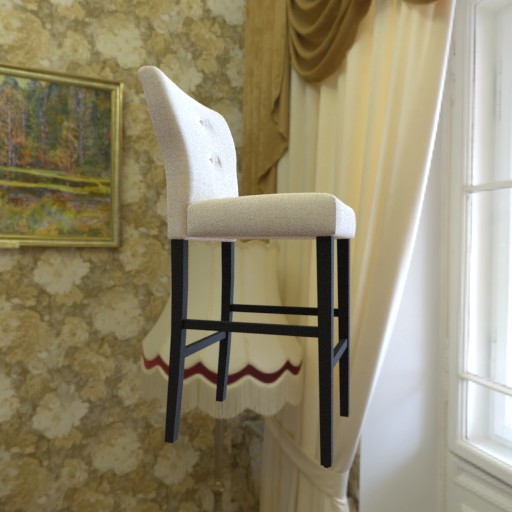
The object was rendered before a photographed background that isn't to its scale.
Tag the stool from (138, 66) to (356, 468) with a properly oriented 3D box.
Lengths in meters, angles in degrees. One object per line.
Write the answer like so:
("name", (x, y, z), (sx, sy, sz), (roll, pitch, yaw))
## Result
("stool", (0.000, 0.000, 1.451), (0.603, 1.124, 0.516), (0, 1, 19))
